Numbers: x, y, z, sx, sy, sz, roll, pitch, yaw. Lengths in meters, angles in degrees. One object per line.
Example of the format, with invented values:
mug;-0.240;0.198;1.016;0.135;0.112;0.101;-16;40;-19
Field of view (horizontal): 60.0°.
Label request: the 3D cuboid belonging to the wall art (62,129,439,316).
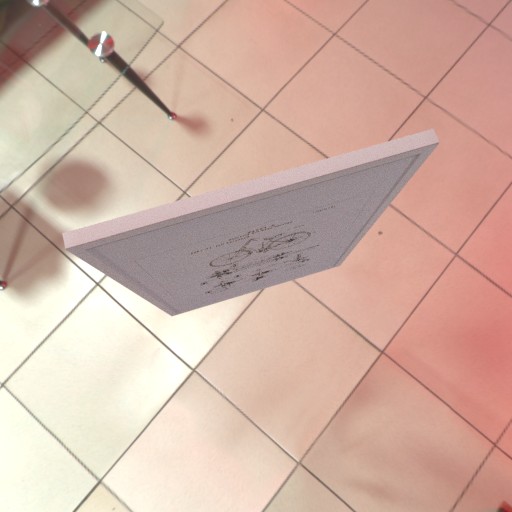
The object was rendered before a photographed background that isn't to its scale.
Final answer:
wall art;0.000;0.000;0.608;0.332;0.477;0.015;-16;76;-4
